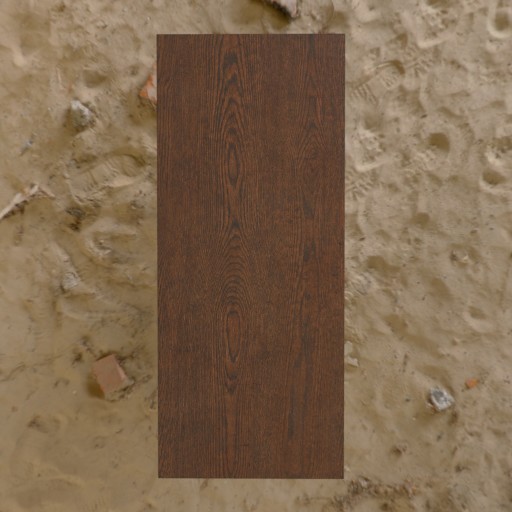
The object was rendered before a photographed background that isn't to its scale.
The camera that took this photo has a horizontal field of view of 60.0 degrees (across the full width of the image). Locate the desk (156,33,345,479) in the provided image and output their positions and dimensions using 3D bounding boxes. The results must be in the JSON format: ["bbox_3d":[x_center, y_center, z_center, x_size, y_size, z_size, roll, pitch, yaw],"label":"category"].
[{"bbox_3d":[0.000,0.000,1.774,0.610,0.792,1.384,0,91,0],"label":"desk"}]
